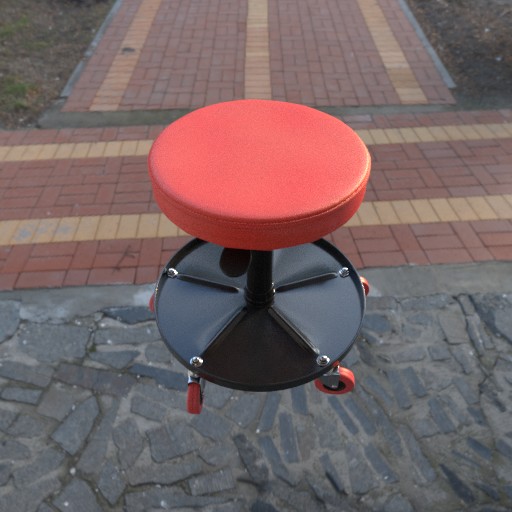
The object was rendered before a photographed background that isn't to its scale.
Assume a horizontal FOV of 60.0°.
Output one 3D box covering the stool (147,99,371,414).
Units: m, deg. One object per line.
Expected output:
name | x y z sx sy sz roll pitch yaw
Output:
stool | 0.000 0.000 0.668 0.381 0.365 0.382 9 46 9
